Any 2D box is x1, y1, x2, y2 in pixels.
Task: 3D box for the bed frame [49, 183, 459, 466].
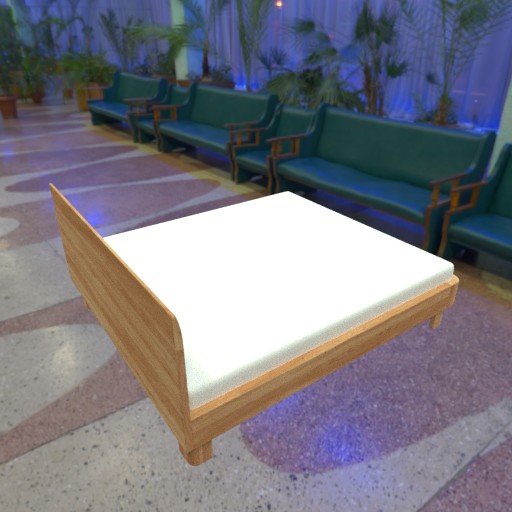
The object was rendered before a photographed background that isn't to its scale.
[{"bbox_3d":[0.000,0.000,3.065,2.092,0.940,1.872,-18,33,-31],"label":"bed frame"}]
